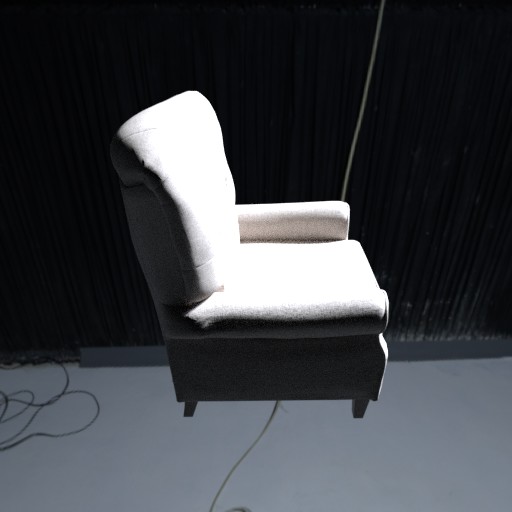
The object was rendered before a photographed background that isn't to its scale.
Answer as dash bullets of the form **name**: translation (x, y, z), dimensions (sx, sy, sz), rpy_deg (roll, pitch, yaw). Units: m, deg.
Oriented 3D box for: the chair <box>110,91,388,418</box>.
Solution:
- **chair**: translation (0.000, 0.000, 1.887), dimensions (1.025, 1.209, 0.942), rpy_deg (0, 32, 0)
